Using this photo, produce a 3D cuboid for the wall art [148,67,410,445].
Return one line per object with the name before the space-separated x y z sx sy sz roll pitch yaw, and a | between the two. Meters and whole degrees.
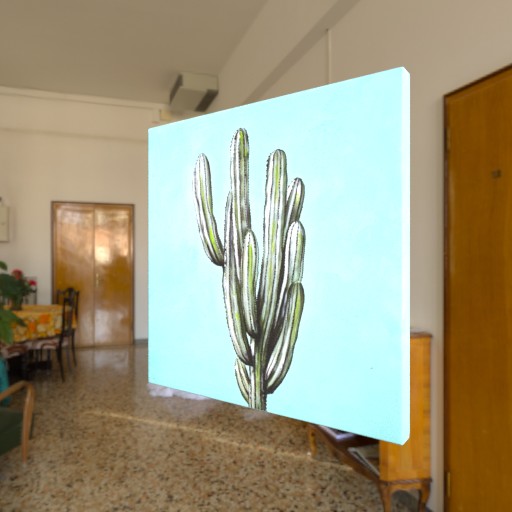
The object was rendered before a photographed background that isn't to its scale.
wall art | 0.000 0.000 1.136 0.765 0.766 0.054 0 0 35
